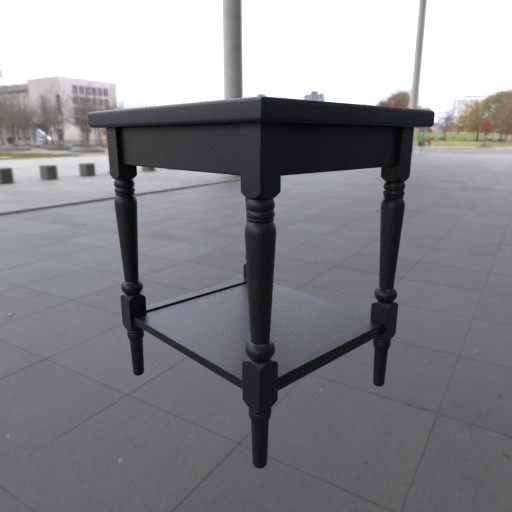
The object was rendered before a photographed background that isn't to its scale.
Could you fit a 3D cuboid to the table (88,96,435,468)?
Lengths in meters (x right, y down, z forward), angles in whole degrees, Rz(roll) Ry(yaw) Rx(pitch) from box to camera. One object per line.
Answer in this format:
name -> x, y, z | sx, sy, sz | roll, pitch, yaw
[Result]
table -> 0.000, 0.000, 0.908 | 0.442, 0.565, 0.488 | -14, 20, -41
